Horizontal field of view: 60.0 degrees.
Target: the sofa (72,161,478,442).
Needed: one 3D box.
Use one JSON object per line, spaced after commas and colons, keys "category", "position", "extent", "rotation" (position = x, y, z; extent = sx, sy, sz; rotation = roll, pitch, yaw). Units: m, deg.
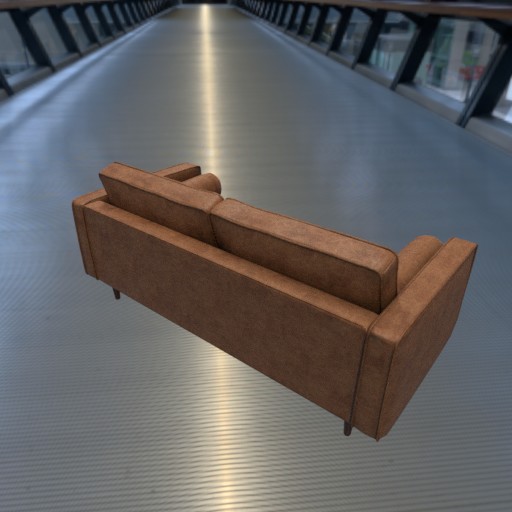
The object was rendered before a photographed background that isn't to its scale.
{"category": "sofa", "position": [0.000, 0.000, 2.323], "extent": [1.920, 0.825, 0.924], "rotation": [22, 36, 33]}
